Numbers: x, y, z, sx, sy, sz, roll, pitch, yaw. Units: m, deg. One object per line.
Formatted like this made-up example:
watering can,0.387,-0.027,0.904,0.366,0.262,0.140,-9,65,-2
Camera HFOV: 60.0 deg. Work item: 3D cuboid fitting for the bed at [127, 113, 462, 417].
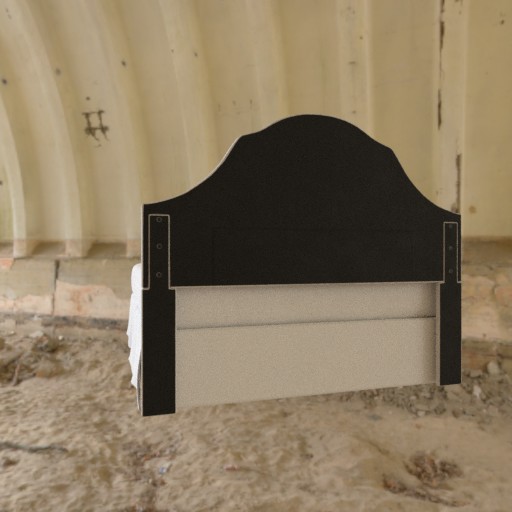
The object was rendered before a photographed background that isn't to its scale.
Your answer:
bed,0.000,0.000,3.684,2.039,1.617,2.477,0,0,-17
